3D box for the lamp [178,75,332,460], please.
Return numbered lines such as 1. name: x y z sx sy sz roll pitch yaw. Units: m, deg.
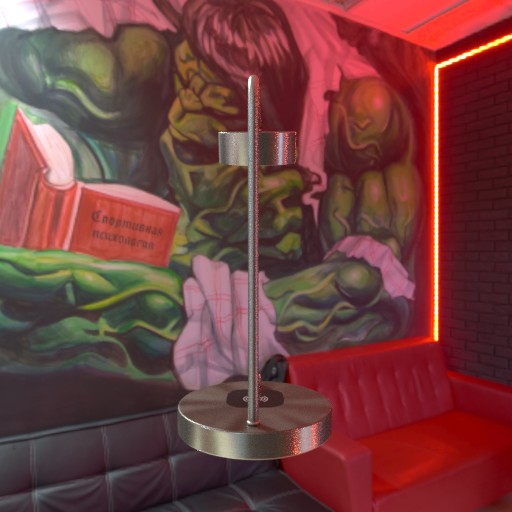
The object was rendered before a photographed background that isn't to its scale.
1. lamp: 0.000 0.000 0.675 0.211 0.469 0.334 0 0 1
